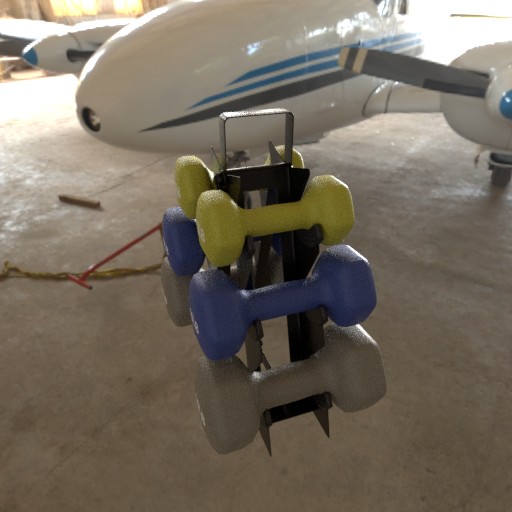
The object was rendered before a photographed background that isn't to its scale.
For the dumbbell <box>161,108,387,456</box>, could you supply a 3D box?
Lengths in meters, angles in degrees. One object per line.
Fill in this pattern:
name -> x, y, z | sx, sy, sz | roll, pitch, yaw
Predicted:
dumbbell -> 0.000, 0.000, 0.674 | 0.261, 0.426, 0.416 | -10, 32, -17
